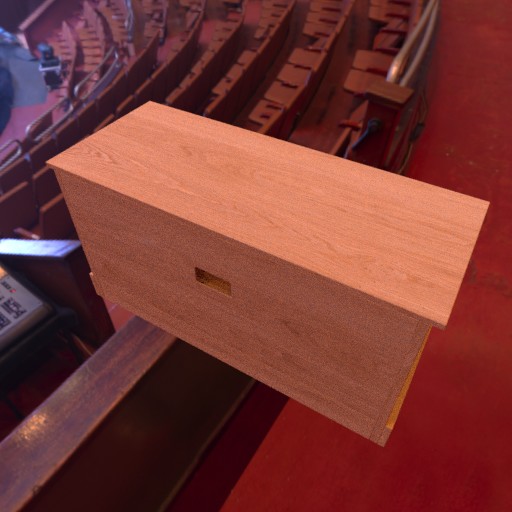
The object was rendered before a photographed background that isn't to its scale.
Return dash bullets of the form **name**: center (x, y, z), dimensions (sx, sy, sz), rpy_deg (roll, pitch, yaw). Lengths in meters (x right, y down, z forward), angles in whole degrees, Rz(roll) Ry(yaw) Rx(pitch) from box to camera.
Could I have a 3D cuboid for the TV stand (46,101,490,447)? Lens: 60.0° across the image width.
- **TV stand**: center (0.000, 0.000, 1.342), dimensions (1.080, 0.550, 0.440), rpy_deg (23, 49, 21)
